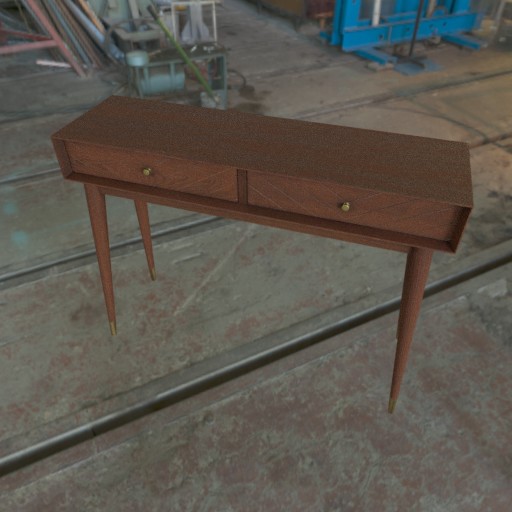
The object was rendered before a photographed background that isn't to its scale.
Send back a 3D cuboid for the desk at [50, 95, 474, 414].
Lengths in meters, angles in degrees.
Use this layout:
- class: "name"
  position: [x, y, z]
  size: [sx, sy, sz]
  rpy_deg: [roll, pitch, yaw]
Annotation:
- class: "desk"
  position: [0.000, 0.000, 1.619]
  size: [1.204, 0.917, 0.384]
  rpy_deg: [12, 42, 14]
